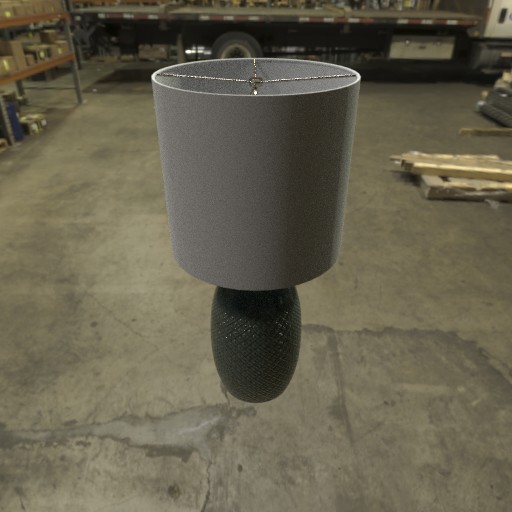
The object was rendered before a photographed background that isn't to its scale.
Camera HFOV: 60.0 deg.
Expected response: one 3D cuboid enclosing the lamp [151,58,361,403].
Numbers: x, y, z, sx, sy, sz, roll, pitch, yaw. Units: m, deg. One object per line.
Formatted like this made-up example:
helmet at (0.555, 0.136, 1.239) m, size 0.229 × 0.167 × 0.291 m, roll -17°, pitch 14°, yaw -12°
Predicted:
lamp at (0.000, 0.000, 0.586) m, size 0.217 × 0.453 × 0.217 m, roll 1°, pitch 32°, yaw 1°
